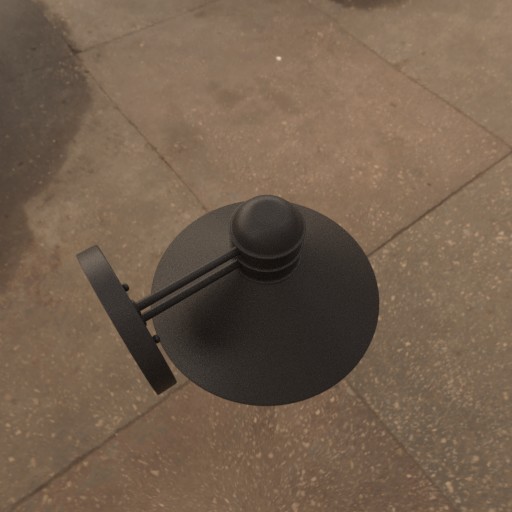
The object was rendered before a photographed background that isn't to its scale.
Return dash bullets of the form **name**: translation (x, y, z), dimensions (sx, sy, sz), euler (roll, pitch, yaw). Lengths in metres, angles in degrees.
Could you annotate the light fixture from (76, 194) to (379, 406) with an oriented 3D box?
- **light fixture**: translation (0.000, 0.000, 0.662), dimensions (0.434, 0.265, 0.396), euler (-30, 63, -17)
